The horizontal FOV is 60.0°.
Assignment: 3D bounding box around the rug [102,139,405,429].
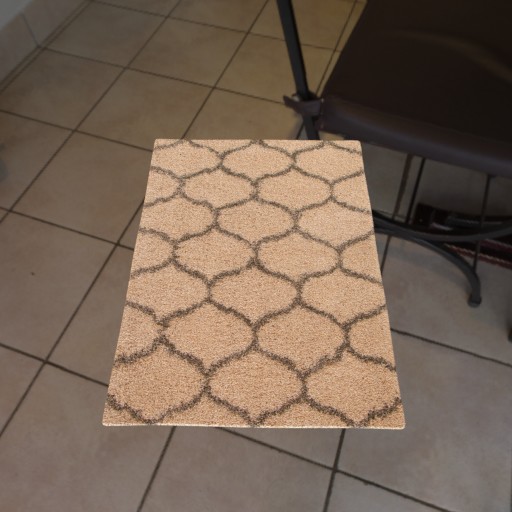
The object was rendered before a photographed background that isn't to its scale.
[{"bbox_3d":[0.000,0.000,2.174,1.200,0.025,1.600,1,58,0],"label":"rug"}]
